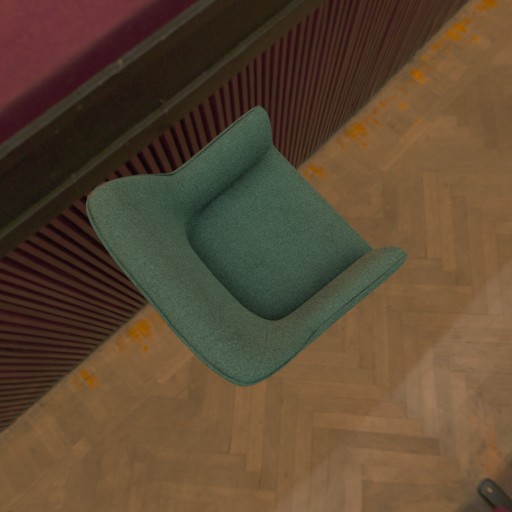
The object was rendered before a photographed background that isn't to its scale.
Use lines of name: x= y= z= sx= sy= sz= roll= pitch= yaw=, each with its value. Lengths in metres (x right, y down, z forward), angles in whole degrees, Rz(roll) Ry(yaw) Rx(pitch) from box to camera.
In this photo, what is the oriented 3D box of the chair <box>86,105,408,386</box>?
chair: x=0.000 y=0.000 z=1.197 sx=0.519 sy=0.803 sz=0.543 roll=-41 pitch=80 yaw=-9
